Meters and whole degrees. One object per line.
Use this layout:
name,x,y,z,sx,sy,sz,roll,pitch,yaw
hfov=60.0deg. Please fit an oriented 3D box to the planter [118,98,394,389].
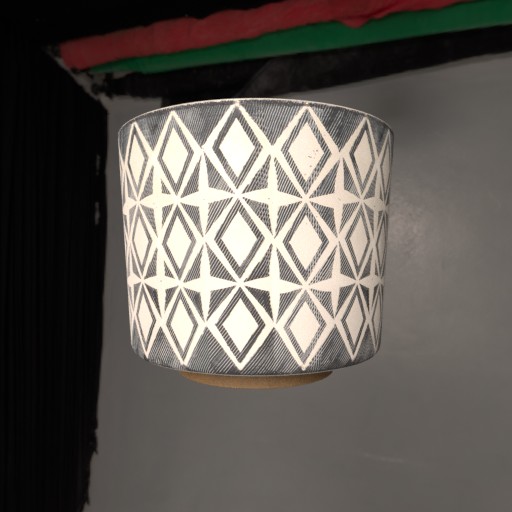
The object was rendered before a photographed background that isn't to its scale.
planter,0.000,0.000,0.437,0.260,0.220,0.260,0,0,0
